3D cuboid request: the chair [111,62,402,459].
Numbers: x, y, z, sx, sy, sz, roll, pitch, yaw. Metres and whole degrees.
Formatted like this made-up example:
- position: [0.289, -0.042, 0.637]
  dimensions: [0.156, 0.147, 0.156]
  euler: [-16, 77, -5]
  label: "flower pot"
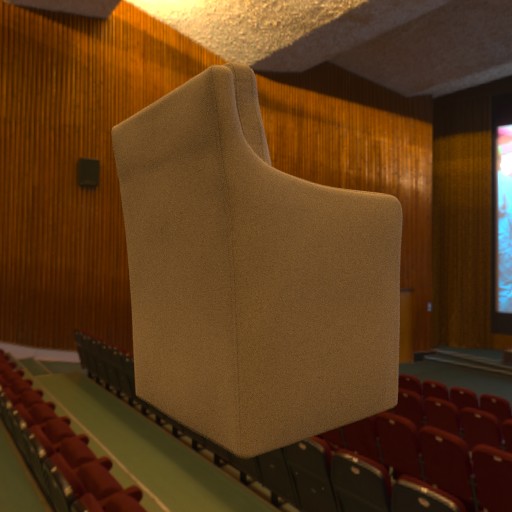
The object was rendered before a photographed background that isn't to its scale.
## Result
- position: [0.000, 0.000, 1.359]
  dimensions: [0.694, 0.914, 0.626]
  euler: [0, 0, -38]
  label: "chair"
